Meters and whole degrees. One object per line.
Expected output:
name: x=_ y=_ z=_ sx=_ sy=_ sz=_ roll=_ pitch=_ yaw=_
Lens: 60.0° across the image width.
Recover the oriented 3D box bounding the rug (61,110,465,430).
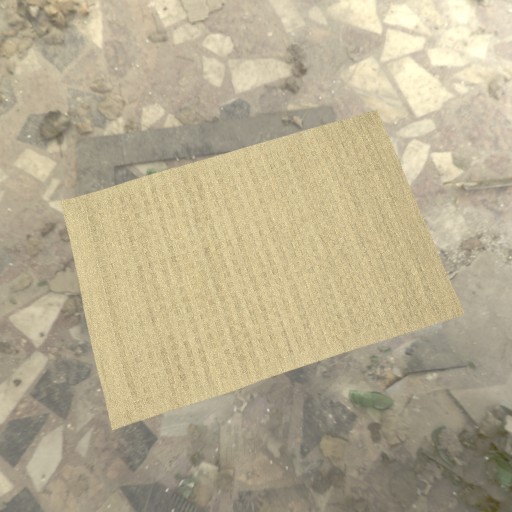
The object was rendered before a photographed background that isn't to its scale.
rug: x=0.000 y=0.000 z=2.904 sx=2.297 sy=0.018 sz=1.532 roll=-17 pitch=77 yaw=-4
